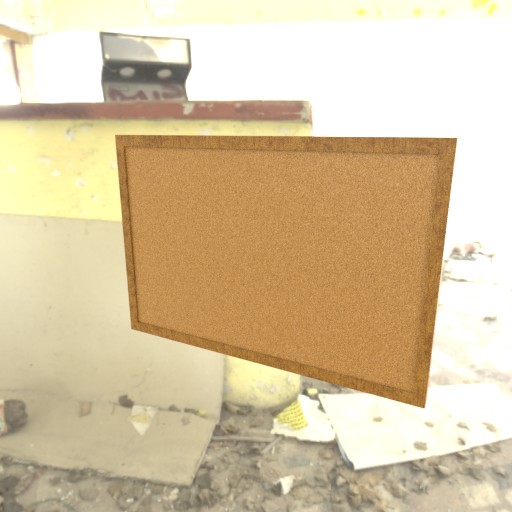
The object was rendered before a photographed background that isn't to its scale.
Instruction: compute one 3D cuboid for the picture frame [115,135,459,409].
[{"bbox_3d":[0.000,0.000,1.186,0.922,0.621,0.029,8,18,27],"label":"picture frame"}]
